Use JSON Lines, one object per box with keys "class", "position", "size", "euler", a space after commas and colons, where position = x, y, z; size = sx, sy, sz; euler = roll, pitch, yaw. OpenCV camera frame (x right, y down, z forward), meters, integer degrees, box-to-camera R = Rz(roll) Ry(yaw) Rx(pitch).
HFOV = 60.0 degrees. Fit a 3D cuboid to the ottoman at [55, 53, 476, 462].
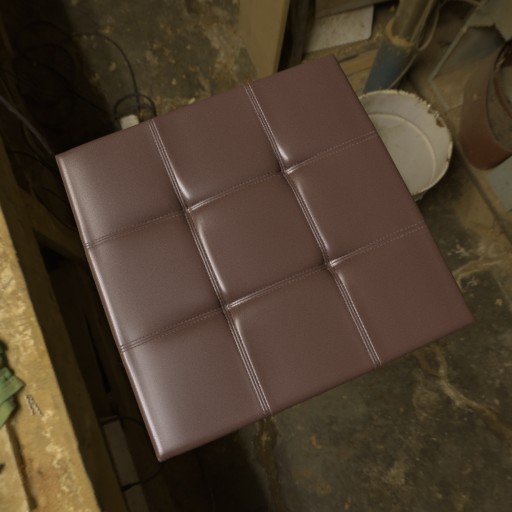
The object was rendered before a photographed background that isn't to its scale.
{"class": "ottoman", "position": [0.000, 0.000, 1.265], "size": [0.788, 0.460, 0.787], "euler": [-22, 77, -5]}
